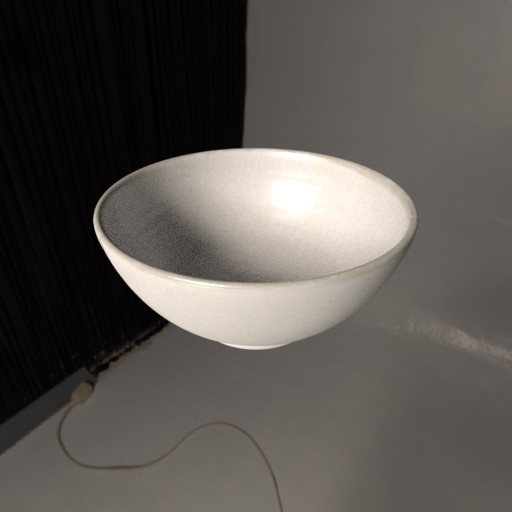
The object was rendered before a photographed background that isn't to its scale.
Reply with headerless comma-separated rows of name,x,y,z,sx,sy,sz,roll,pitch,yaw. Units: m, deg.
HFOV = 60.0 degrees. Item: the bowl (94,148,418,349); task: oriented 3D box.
bowl,0.000,0.000,0.413,0.268,0.121,0.268,0,31,0
